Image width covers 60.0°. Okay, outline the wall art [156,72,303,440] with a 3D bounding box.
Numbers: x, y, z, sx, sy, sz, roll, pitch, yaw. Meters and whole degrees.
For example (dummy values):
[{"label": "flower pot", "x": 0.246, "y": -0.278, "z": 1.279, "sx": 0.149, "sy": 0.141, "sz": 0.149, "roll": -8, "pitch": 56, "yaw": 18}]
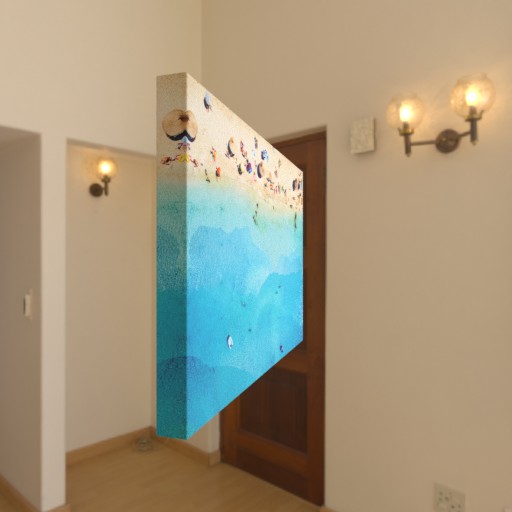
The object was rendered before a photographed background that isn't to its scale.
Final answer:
[{"label": "wall art", "x": 0.000, "y": 0.000, "z": 1.148, "sx": 0.057, "sy": 0.595, "sz": 0.894, "roll": 0, "pitch": 0, "yaw": 18}]
